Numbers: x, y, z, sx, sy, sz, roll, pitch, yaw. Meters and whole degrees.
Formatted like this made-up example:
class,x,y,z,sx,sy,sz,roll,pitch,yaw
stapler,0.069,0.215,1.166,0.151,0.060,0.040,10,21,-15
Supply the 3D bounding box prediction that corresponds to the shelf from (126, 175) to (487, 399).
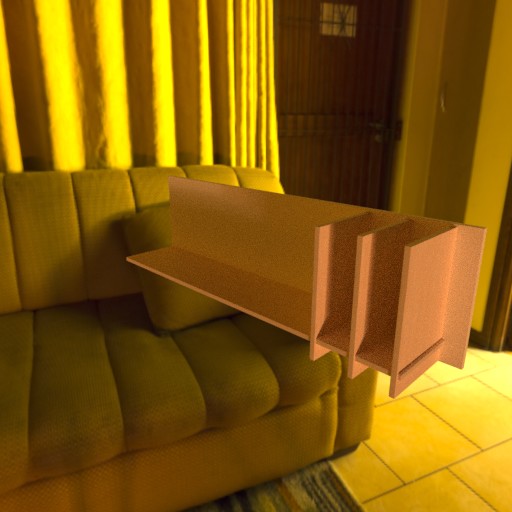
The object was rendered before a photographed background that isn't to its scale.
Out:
class,x,y,z,sx,sy,sz,roll,pitch,yaw
shelf,0.000,0.000,1.148,1.020,0.300,0.200,17,25,42
